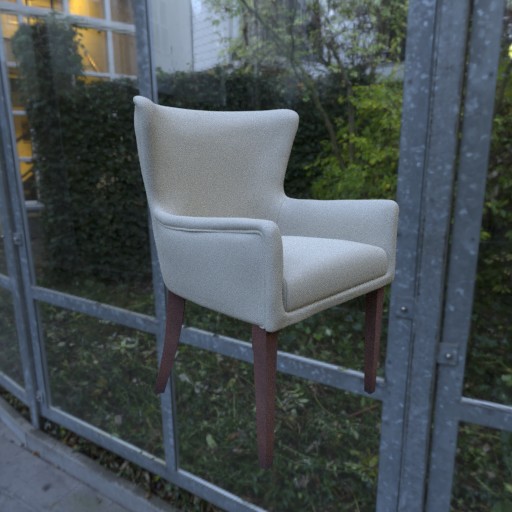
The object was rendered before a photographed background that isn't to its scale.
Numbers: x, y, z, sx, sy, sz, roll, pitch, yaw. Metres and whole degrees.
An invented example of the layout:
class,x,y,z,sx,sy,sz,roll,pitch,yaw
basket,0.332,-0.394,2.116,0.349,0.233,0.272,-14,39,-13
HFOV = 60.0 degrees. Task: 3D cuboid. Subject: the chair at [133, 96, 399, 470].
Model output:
class,x,y,z,sx,sy,sz,roll,pitch,yaw
chair,0.000,0.000,1.420,0.686,0.952,0.660,13,18,43
